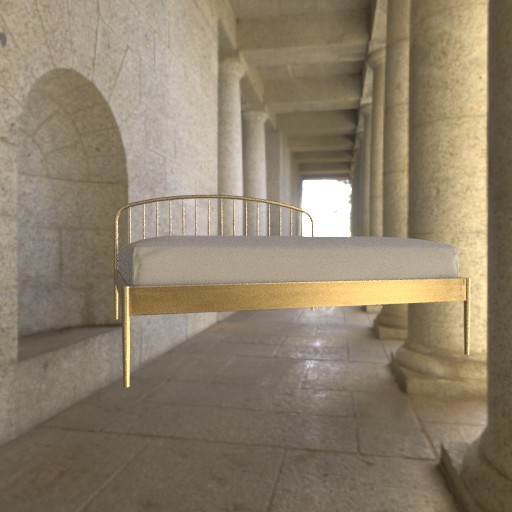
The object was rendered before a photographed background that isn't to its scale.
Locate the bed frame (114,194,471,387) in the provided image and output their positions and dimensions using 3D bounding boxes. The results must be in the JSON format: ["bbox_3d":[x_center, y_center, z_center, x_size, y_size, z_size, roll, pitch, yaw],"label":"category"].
[{"bbox_3d":[0.000,0.000,3.363,2.016,1.174,2.152,0,1,-19],"label":"bed frame"}]
